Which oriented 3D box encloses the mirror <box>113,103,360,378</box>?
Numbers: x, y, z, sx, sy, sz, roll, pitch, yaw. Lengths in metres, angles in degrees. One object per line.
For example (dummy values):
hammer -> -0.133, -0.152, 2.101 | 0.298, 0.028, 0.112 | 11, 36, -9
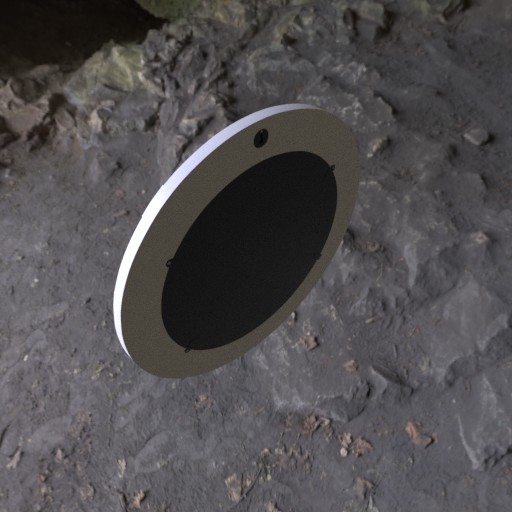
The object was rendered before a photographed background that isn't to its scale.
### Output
mirror -> 0.000, 0.000, 1.338 | 0.914, 0.914, 0.038 | -33, 54, -28
